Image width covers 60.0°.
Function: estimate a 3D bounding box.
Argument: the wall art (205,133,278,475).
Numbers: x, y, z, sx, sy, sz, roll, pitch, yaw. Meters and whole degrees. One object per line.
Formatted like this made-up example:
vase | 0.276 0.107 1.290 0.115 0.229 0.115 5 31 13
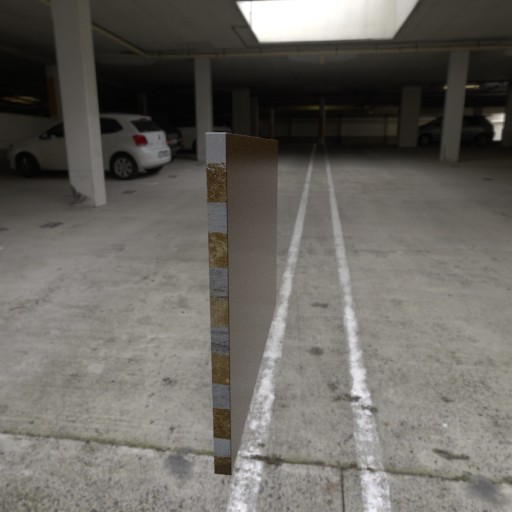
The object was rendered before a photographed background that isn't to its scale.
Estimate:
wall art | 0.000 0.000 1.483 0.041 0.762 1.145 2 14 7
